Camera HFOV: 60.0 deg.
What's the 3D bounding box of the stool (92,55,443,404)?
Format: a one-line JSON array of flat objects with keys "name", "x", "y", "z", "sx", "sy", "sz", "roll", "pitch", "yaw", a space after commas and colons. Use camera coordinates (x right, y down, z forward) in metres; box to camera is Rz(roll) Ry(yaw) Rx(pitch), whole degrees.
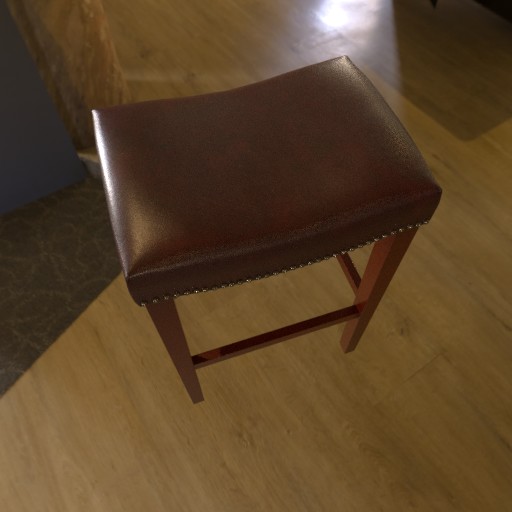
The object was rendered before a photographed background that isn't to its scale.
[{"name": "stool", "x": 0.000, "y": 0.000, "z": 1.020, "sx": 0.504, "sy": 0.742, "sz": 0.372, "roll": -16, "pitch": 60, "yaw": -9}]
